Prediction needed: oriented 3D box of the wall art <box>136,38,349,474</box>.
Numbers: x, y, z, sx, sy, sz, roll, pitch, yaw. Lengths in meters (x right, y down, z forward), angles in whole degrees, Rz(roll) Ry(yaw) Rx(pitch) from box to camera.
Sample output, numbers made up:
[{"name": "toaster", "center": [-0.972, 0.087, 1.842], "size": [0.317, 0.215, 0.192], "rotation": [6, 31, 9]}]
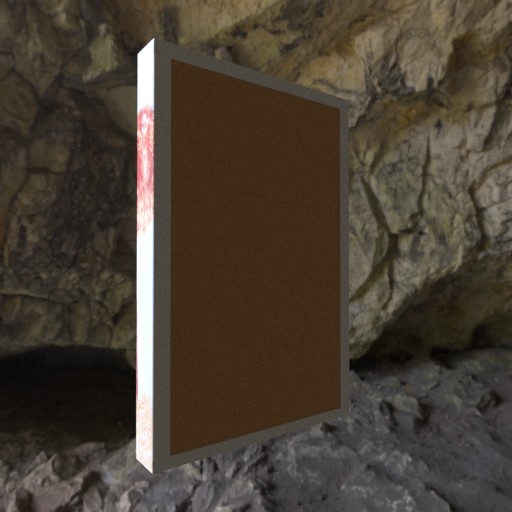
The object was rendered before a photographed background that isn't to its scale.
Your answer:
[{"name": "wall art", "center": [0.000, 0.000, 0.475], "size": [0.251, 0.380, 0.039], "rotation": [1, -1, -37]}]
